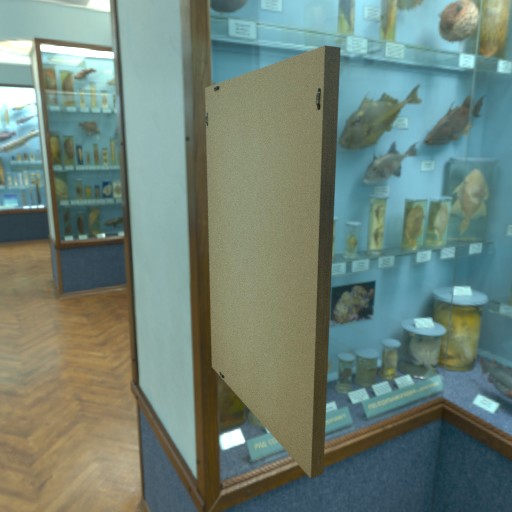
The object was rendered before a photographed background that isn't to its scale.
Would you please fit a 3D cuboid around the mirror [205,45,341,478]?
[{"bbox_3d":[0.000,0.000,1.179,0.040,0.915,0.609,-7,15,-26],"label":"mirror"}]
